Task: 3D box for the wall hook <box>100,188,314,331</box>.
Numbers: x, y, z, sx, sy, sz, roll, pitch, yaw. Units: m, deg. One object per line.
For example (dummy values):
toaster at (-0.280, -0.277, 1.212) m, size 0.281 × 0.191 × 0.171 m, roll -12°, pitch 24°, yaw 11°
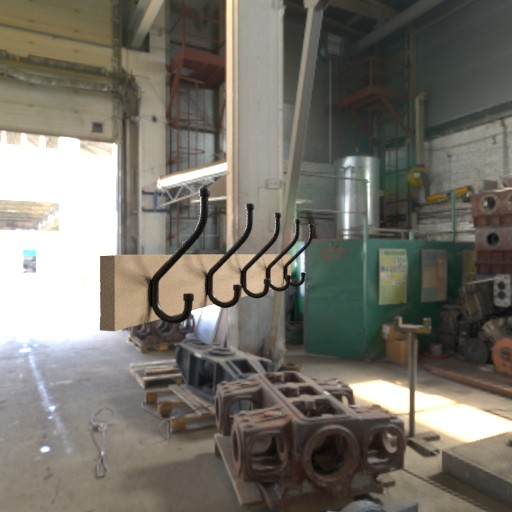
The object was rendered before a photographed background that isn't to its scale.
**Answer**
wall hook at (0.000, 0.000, 0.609) m, size 0.071 × 0.117 × 0.571 m, roll 0°, pitch 0°, yaw 18°
